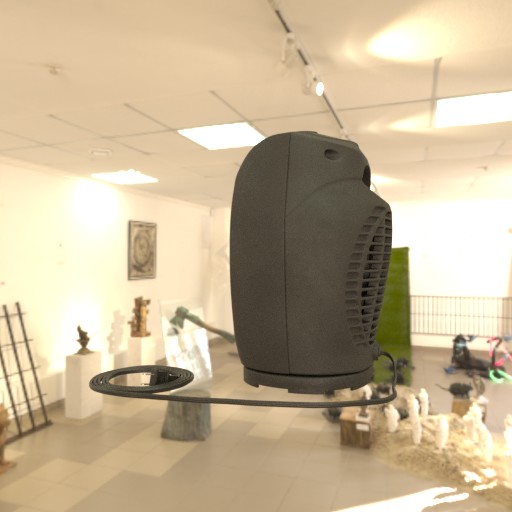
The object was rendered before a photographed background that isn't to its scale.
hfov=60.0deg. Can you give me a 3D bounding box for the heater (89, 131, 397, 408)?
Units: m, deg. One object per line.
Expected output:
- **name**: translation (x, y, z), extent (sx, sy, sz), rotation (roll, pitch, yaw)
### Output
- **heater**: translation (0.000, 0.000, 0.478), extent (0.291, 0.255, 0.239), rotation (0, 0, 19)
